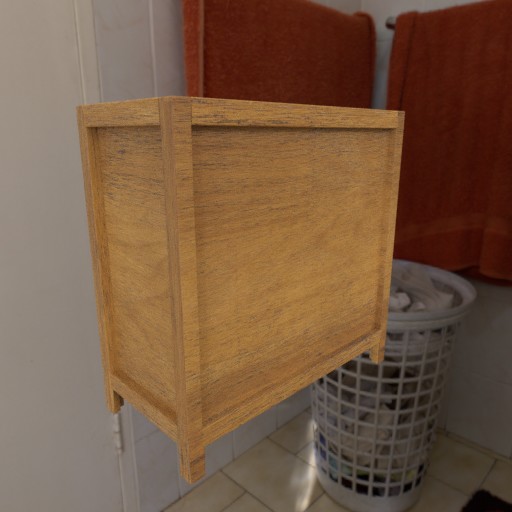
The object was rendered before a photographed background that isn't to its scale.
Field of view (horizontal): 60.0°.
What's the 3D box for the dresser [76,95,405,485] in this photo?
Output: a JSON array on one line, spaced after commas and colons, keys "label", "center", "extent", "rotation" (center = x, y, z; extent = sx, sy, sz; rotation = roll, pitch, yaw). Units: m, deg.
[{"label": "dresser", "center": [0.000, 0.000, 1.275], "extent": [0.804, 0.804, 0.427], "rotation": [-14, 21, -42]}]
